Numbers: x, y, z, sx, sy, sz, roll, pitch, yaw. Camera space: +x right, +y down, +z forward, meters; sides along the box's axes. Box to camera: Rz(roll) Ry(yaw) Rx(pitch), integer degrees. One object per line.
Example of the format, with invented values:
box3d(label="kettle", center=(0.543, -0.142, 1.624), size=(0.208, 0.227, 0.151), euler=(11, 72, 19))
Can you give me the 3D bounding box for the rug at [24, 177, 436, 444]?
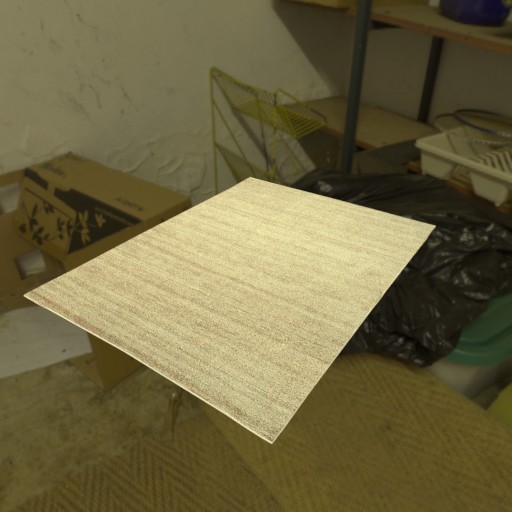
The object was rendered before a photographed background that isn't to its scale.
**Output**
box3d(label="rug", center=(0.000, 0.000, 4.166), size=(2.434, 0.045, 3.202), euler=(20, 37, 29))
